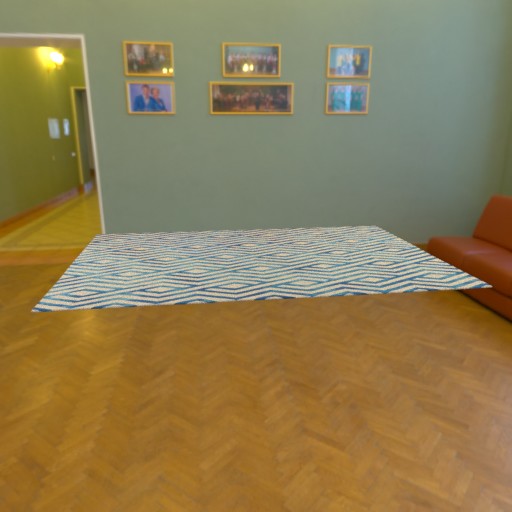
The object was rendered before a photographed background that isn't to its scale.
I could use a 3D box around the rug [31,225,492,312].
[{"bbox_3d":[0.000,0.000,2.313,1.830,0.008,1.225,-2,16,-8],"label":"rug"}]
